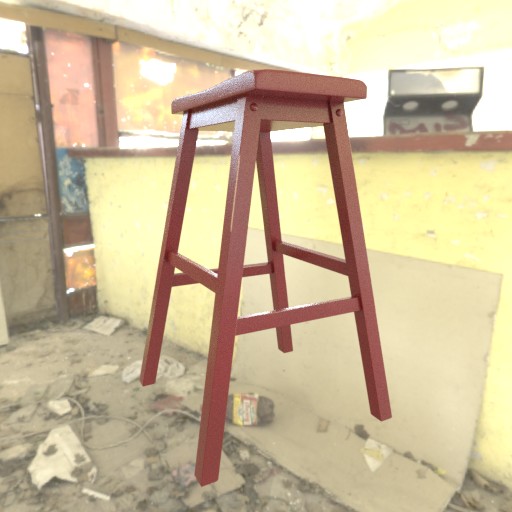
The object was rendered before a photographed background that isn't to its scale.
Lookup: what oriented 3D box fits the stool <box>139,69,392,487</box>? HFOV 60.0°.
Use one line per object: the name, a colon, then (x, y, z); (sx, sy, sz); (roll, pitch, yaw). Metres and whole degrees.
stool: (0.000, 0.000, 1.045); (0.476, 0.737, 0.457); (-6, 14, -28)
